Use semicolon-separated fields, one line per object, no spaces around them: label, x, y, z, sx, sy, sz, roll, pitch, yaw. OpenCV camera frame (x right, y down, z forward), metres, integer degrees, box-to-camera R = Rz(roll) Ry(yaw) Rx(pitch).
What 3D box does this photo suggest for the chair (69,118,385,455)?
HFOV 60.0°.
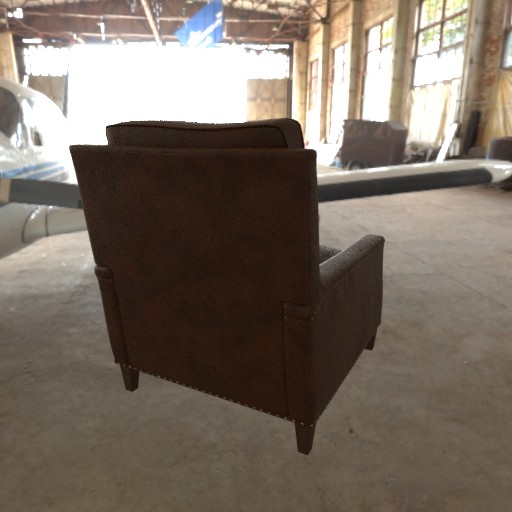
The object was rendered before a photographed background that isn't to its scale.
chair;0.000;0.000;1.806;0.854;1.054;1.035;8;18;27
